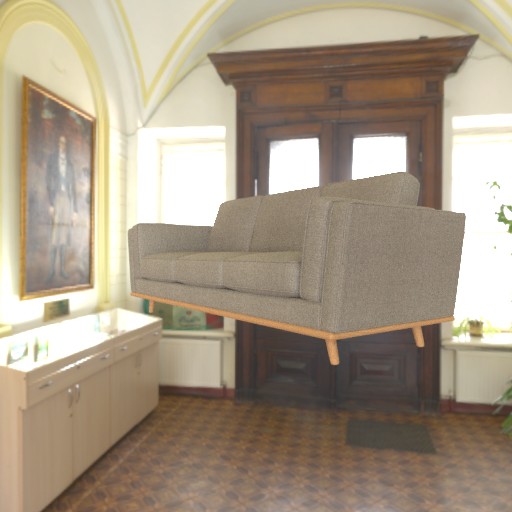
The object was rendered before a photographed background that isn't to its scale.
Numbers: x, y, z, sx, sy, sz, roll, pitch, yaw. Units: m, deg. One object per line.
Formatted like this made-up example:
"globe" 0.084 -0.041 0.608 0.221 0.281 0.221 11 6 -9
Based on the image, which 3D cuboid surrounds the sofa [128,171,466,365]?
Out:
"sofa" 0.000 0.000 2.846 0.903 0.899 2.362 0 1 -36
